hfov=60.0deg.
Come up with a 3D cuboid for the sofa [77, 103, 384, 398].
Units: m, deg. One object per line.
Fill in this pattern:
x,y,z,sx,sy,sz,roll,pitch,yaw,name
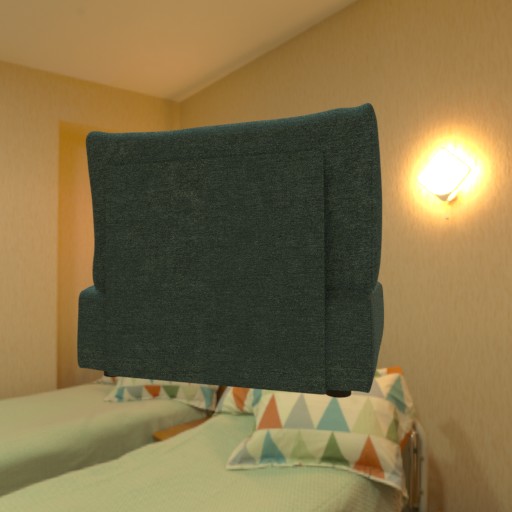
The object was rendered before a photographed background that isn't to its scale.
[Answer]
0.000,0.000,1.781,1.000,0.820,1.000,0,-1,18,sofa
